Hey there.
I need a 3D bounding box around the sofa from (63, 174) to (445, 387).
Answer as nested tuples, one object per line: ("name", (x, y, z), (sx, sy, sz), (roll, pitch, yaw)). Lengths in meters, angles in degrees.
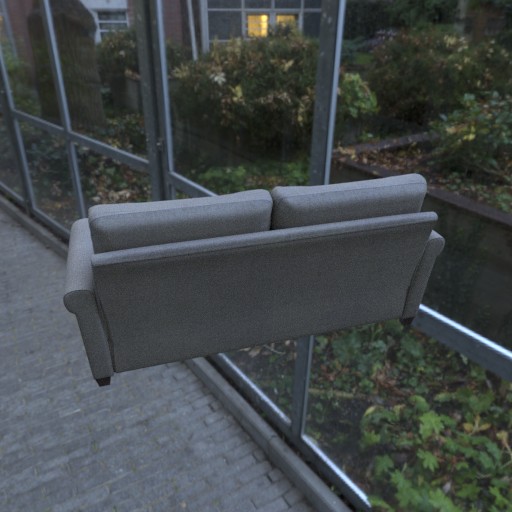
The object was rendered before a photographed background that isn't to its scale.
("sofa", (0.000, 0.000, 2.463), (1.935, 0.942, 0.842), (-8, 28, -15))
